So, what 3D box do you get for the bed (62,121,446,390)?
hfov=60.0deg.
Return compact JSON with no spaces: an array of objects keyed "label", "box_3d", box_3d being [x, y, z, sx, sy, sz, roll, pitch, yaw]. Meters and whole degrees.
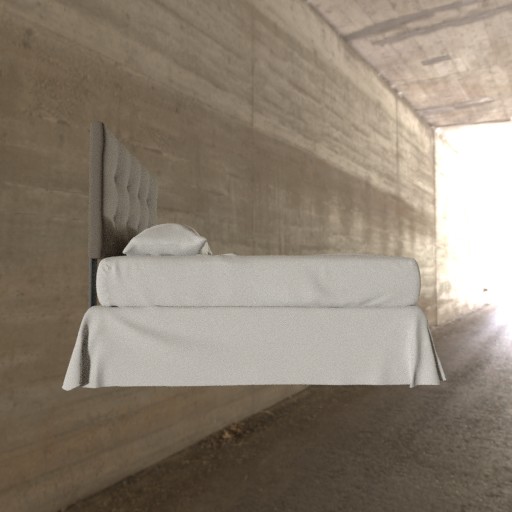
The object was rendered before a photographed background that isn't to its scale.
[{"label":"bed","box_3d":[0.000,0.000,3.474,2.222,1.577,1.936,0,-2,-1]}]
